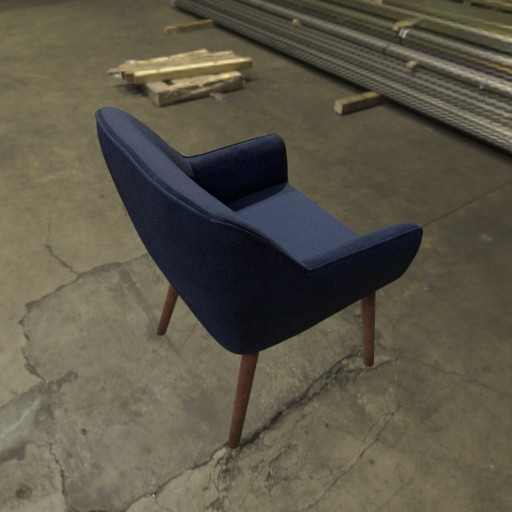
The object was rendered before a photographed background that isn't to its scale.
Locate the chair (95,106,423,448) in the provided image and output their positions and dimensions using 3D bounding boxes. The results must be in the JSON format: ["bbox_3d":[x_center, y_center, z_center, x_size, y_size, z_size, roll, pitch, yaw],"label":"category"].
[{"bbox_3d":[0.000,0.000,1.216,0.600,0.820,0.600,-24,47,-25],"label":"chair"}]
